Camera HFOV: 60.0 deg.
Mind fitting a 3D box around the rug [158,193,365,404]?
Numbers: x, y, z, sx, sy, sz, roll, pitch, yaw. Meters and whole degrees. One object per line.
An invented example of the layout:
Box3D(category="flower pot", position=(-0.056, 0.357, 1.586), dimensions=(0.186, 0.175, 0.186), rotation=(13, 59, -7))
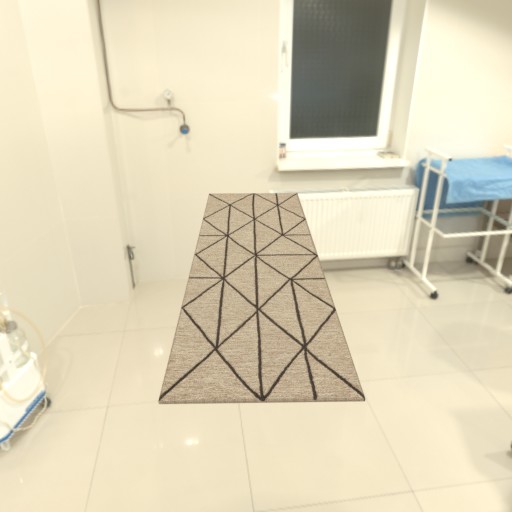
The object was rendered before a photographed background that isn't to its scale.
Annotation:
Box3D(category="rug", position=(0.000, 0.000, 2.719), dimensions=(0.762, 0.012, 2.438), rotation=(0, 26, -1))
